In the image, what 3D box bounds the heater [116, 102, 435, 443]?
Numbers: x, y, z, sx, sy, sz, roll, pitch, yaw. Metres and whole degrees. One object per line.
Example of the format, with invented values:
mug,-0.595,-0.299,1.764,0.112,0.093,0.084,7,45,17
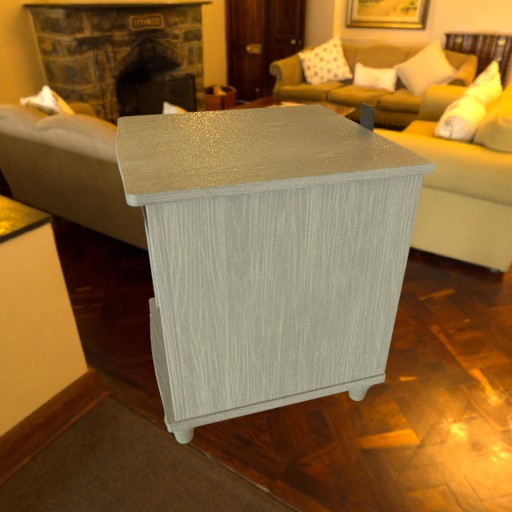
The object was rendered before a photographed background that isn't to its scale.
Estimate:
heater,0.000,0.000,0.759,0.400,0.481,0.362,-8,31,-14
